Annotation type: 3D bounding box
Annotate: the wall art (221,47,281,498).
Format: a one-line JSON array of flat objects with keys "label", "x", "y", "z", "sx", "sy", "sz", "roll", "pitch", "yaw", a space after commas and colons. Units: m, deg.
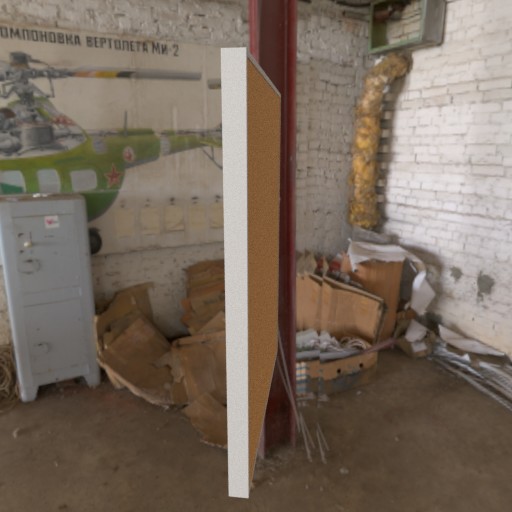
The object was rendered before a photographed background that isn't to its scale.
[{"label": "wall art", "x": 0.000, "y": 0.000, "z": 1.018, "sx": 0.055, "sy": 0.763, "sz": 0.611, "roll": 2, "pitch": 14, "yaw": 7}]
